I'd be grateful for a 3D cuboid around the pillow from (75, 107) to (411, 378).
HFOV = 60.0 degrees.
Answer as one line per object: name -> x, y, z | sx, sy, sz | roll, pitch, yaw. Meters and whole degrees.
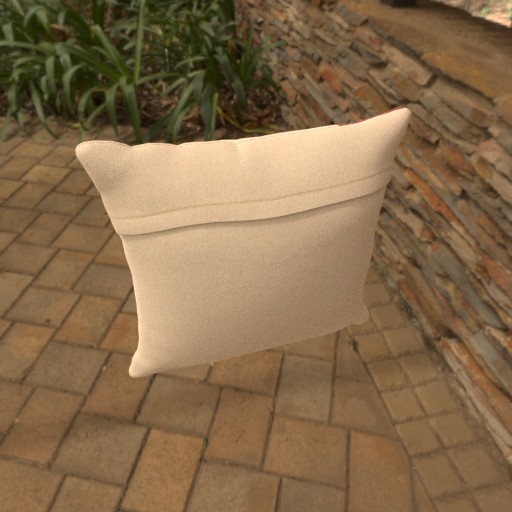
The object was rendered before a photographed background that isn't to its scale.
pillow -> 0.000, 0.000, 0.800 | 0.536, 0.506, 0.229 | -11, 41, -13
